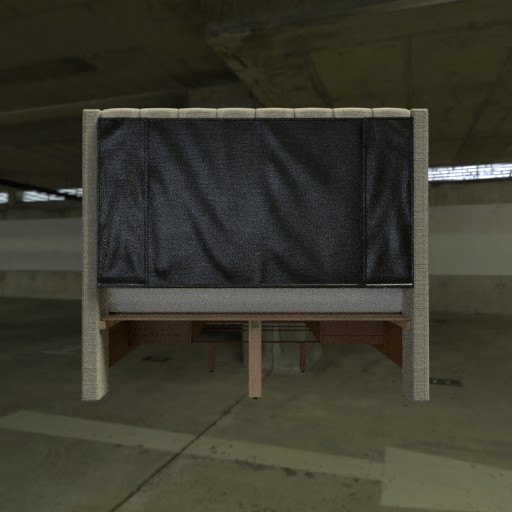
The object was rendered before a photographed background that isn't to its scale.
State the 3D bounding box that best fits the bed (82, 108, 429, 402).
[{"bbox_3d":[0.000,0.000,3.777,2.044,1.748,2.372,0,0,0],"label":"bed"}]
